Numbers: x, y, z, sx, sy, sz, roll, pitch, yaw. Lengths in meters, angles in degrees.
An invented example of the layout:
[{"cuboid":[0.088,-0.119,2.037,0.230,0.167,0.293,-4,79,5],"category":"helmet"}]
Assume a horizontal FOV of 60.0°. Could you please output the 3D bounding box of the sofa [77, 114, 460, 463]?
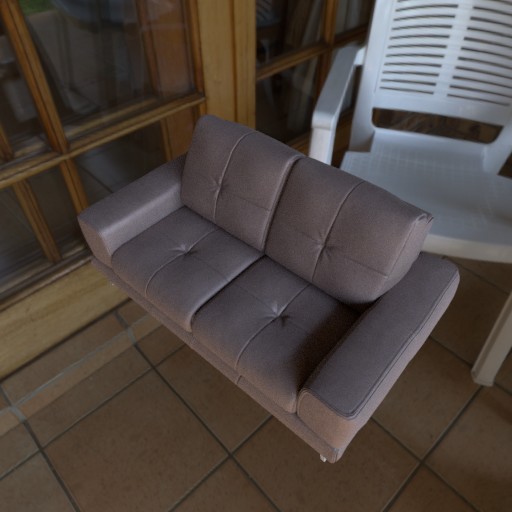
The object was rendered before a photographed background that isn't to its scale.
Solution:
[{"cuboid":[0.000,0.000,2.327,1.806,0.907,1.018,32,54,27],"category":"sofa"}]
